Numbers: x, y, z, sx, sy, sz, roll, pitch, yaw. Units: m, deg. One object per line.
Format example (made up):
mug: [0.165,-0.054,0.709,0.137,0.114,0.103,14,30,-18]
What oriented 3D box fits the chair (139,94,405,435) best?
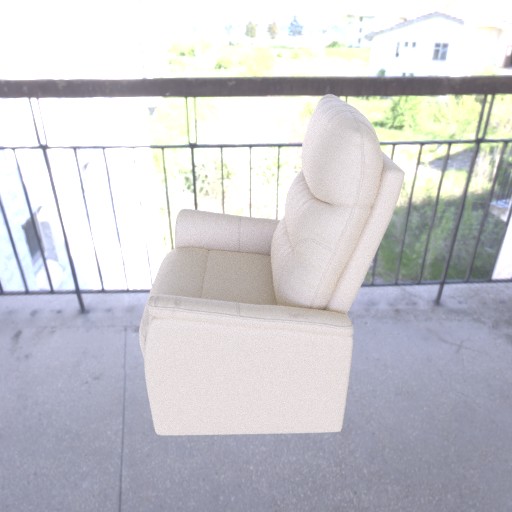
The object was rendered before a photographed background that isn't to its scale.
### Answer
chair: [0.000,0.000,1.652,0.831,1.082,0.775,-1,28,-1]
